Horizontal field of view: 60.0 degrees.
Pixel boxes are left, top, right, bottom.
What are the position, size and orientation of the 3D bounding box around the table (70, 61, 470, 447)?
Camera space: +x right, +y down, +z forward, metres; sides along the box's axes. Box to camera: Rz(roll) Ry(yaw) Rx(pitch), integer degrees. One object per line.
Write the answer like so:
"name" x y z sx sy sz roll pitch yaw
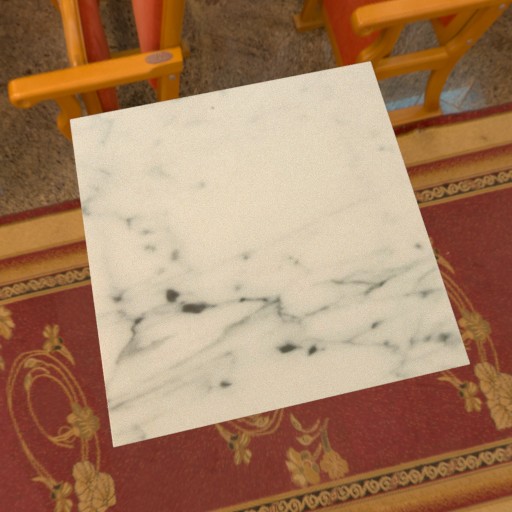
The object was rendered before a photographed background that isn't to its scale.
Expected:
"table" 0.000 0.000 1.279 0.800 0.450 0.800 -12 76 -3
